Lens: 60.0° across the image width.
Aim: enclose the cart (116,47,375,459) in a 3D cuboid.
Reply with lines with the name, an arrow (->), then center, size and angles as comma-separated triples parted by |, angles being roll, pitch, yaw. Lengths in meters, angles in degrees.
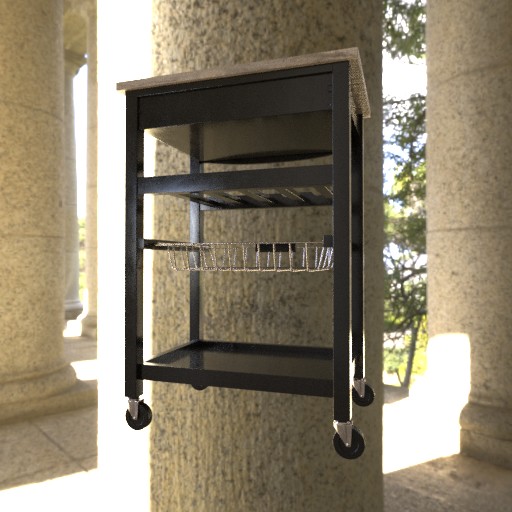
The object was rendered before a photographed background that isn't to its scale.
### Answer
cart -> 0.000, 0.000, 1.168 | 0.584, 0.839, 0.403 | 0, -1, 18
